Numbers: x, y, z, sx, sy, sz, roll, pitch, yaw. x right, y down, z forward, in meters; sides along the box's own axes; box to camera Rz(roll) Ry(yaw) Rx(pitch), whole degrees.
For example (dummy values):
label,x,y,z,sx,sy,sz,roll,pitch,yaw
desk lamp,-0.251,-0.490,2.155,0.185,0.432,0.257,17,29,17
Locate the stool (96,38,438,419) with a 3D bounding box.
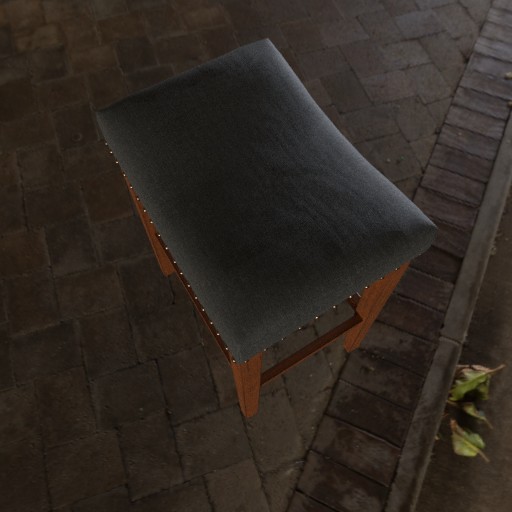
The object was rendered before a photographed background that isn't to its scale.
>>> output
label,x,y,z,sx,sy,sz,roll,pitch,yaw
stool,0.000,0.000,0.856,0.320,0.612,0.439,-29,68,-13
